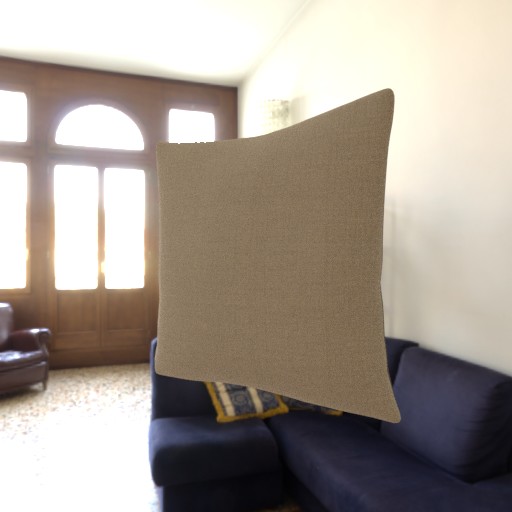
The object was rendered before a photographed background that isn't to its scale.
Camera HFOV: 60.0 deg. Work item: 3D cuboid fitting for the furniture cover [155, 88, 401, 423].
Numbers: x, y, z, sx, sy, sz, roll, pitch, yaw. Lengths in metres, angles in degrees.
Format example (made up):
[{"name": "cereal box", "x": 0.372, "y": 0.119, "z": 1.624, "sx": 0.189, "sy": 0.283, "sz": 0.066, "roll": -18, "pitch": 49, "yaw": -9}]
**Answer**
[{"name": "furniture cover", "x": 0.000, "y": 0.000, "z": 0.671, "sx": 0.435, "sy": 0.420, "sz": 0.145, "roll": 0, "pitch": 0, "yaw": 35}]
